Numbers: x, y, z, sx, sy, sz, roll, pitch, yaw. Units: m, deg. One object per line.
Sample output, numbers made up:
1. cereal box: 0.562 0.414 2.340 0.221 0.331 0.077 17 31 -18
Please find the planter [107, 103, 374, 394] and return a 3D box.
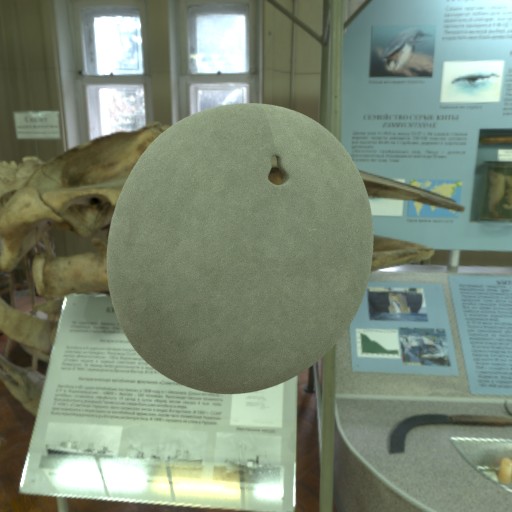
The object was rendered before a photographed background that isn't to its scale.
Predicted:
1. planter: 0.000 0.000 0.287 0.185 0.188 0.071 -6 15 -26
